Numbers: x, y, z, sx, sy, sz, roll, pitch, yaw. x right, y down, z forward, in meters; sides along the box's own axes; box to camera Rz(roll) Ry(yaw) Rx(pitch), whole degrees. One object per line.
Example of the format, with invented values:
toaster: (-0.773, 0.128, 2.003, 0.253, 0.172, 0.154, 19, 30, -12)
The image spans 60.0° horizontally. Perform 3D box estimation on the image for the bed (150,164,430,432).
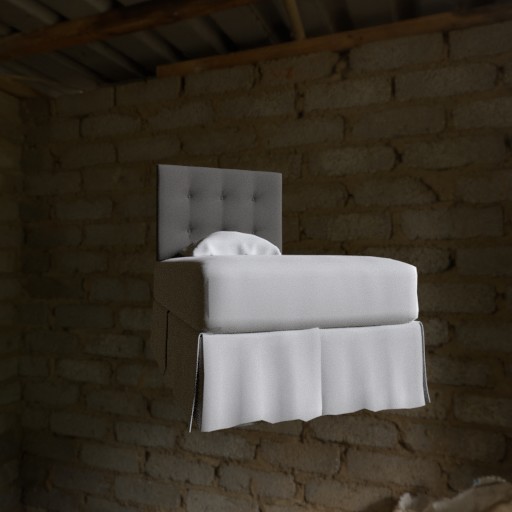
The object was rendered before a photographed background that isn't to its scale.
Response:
bed: (0.000, 0.000, 3.020, 1.261, 1.571, 1.997, 0, -1, -19)
